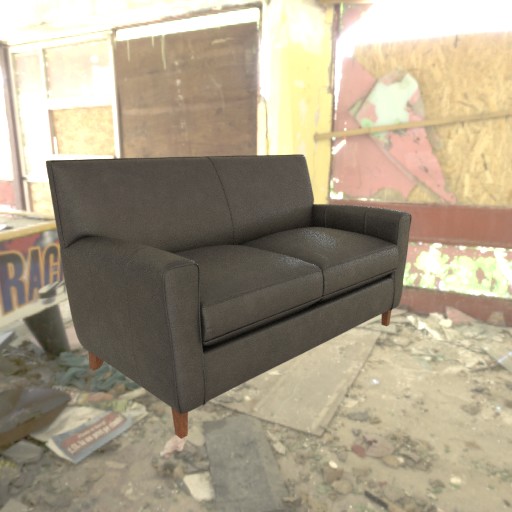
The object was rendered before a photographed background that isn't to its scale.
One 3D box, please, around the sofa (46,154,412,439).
[{"bbox_3d":[0.000,0.000,2.008,1.473,0.871,0.787,-14,19,-43],"label":"sofa"}]
